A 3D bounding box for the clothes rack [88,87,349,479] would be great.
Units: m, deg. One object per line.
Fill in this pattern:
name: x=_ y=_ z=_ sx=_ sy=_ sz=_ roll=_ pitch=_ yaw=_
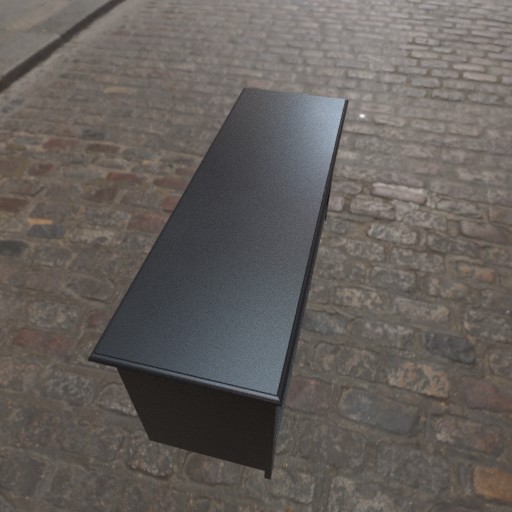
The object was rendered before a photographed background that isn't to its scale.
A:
clothes rack: x=0.000 y=0.000 z=1.473 sx=0.406 sy=0.556 sz=1.219 roll=10 pitch=48 yaw=10
